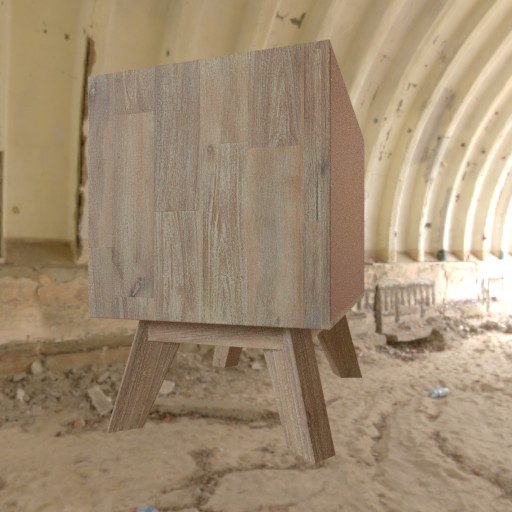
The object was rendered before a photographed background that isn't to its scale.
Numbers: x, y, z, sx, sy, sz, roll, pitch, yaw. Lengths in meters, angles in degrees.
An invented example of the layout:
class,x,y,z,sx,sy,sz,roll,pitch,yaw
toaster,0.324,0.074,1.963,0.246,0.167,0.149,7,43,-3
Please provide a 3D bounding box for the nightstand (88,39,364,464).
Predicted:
class,x,y,z,sx,sy,sz,roll,pitch,yaw
nightstand,0.000,0.000,0.926,0.396,0.589,0.552,0,0,18
